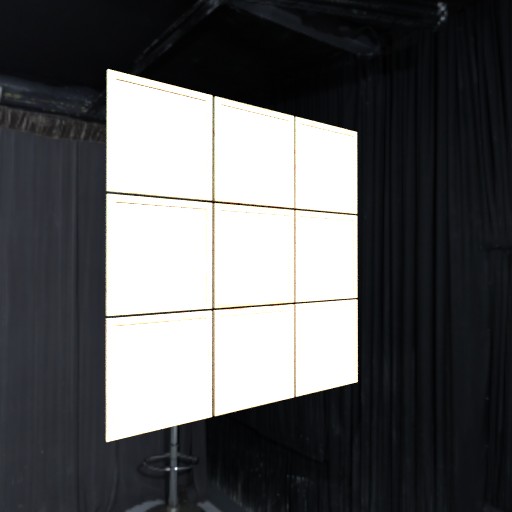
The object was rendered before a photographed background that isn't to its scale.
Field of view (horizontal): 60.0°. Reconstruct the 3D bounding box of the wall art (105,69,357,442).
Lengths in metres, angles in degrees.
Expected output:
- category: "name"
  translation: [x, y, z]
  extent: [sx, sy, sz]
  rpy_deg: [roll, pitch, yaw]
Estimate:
- category: "wall art"
  translation: [0.000, 0.000, 1.812]
  extent: [1.214, 1.219, 0.013]
  rpy_deg: [0, -1, -36]
